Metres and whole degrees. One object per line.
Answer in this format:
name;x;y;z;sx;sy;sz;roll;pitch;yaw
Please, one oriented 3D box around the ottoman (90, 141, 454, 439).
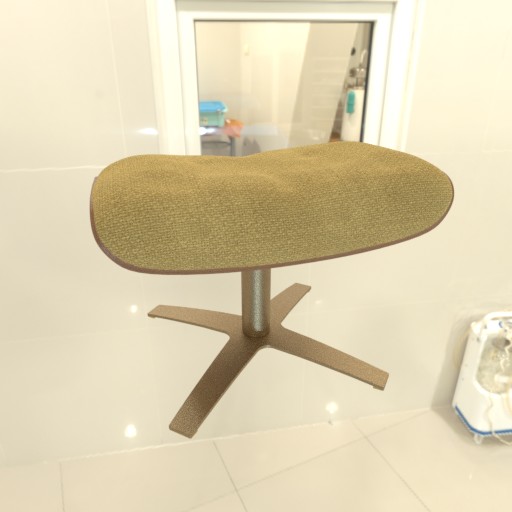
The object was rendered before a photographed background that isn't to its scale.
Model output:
ottoman;0.000;0.000;0.806;0.520;0.391;0.394;-8;27;-16
